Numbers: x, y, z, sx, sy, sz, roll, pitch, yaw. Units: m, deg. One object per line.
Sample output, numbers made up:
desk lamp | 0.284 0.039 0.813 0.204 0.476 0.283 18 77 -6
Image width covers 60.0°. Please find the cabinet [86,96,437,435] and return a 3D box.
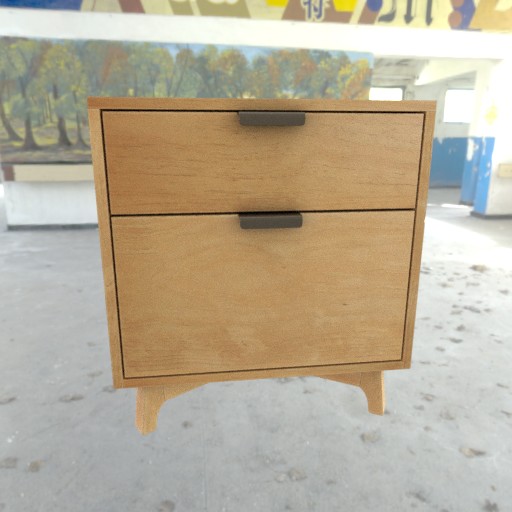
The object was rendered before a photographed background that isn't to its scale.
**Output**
cabinet | 0.000 0.000 0.934 0.551 0.599 0.394 -2 15 -7
